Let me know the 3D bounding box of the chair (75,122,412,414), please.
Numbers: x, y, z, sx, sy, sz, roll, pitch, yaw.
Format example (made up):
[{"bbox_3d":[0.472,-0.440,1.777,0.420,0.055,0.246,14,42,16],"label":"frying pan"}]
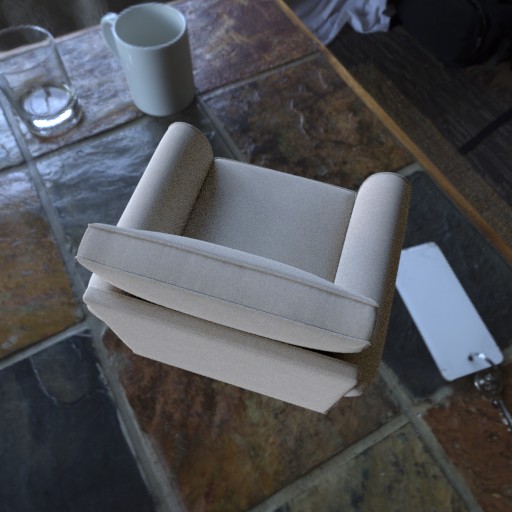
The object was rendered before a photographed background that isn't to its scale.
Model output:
[{"bbox_3d":[0.000,0.000,1.731,1.040,0.955,0.863,15,65,7],"label":"chair"}]
